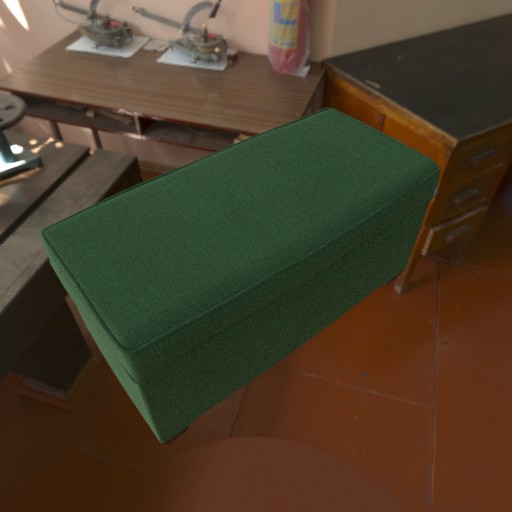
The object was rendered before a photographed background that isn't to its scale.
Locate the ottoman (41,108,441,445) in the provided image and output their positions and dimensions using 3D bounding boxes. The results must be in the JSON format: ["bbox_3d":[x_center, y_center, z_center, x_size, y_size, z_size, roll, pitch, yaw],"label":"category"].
[{"bbox_3d":[0.000,0.000,1.244,0.957,0.471,0.483,-30,53,-25],"label":"ottoman"}]
